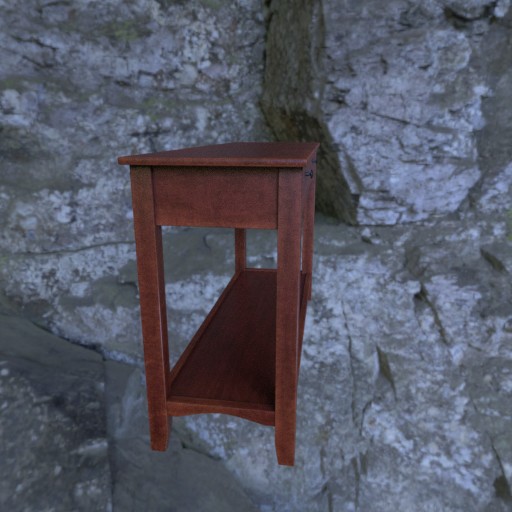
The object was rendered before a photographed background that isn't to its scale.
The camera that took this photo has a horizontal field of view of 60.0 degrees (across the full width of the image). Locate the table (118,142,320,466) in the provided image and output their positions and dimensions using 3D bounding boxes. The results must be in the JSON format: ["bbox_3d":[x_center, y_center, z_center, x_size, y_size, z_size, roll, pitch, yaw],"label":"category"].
[{"bbox_3d":[0.000,0.000,1.547,0.392,0.739,1.188,2,16,9],"label":"table"}]
